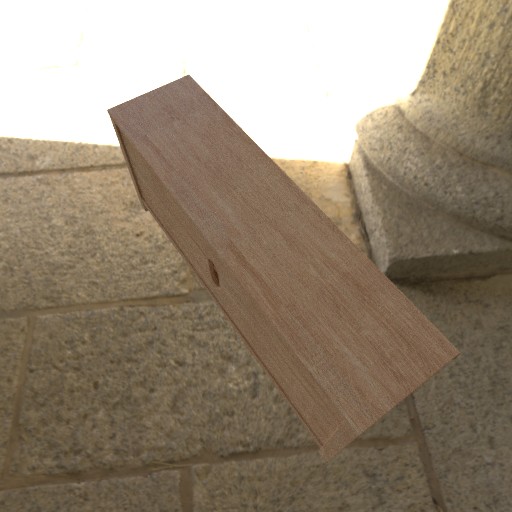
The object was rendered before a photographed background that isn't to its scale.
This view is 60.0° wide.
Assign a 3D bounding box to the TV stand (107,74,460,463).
[{"bbox_3d":[0.000,0.000,1.741,0.398,0.610,1.466,-31,64,-17],"label":"TV stand"}]
